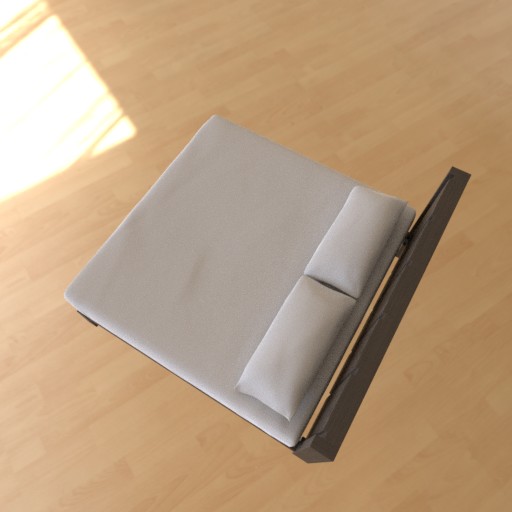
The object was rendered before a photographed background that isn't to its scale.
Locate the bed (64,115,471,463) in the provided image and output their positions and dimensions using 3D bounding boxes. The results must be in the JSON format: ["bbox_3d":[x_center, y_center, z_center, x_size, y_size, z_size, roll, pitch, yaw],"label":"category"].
[{"bbox_3d":[0.000,0.000,3.527,2.238,1.261,2.143,29,68,13],"label":"bed"}]
